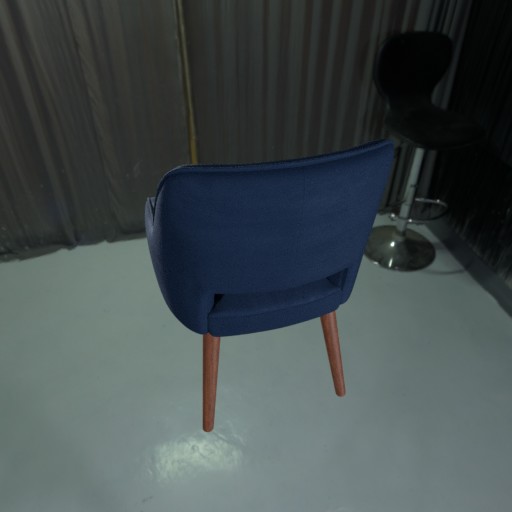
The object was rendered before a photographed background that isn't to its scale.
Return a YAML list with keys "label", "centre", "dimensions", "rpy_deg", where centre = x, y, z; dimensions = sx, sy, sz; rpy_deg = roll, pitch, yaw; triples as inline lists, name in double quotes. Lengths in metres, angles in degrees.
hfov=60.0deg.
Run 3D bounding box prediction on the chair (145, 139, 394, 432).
- label: "chair"
  centre: [0.000, 0.000, 1.221]
  dimensions: [0.559, 0.844, 0.591]
  rpy_deg: [-10, 40, -12]
